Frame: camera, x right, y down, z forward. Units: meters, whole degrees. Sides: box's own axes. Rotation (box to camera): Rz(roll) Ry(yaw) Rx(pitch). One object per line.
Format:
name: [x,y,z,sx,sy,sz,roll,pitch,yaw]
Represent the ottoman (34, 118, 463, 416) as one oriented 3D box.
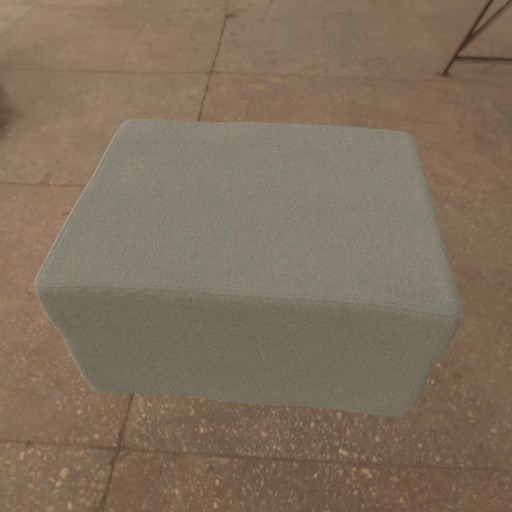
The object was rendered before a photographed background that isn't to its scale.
ottoman: [0.000,0.000,1.194,0.833,0.461,0.648,4,47,3]
